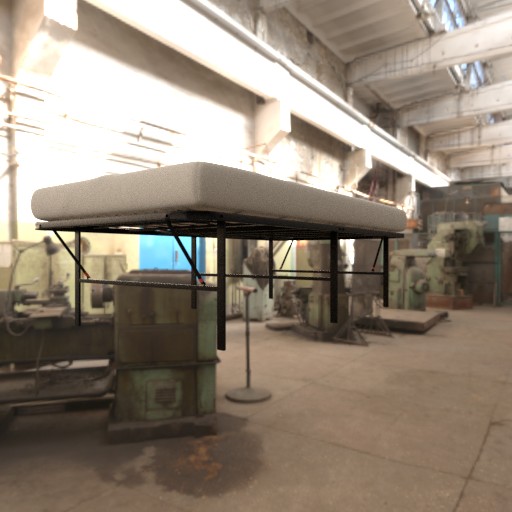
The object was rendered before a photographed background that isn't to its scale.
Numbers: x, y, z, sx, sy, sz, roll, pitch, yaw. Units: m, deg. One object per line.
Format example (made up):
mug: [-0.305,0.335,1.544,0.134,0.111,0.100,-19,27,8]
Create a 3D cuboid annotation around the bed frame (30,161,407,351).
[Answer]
bed frame: [0.000,0.000,2.323,0.989,0.619,1.903,0,0,37]
